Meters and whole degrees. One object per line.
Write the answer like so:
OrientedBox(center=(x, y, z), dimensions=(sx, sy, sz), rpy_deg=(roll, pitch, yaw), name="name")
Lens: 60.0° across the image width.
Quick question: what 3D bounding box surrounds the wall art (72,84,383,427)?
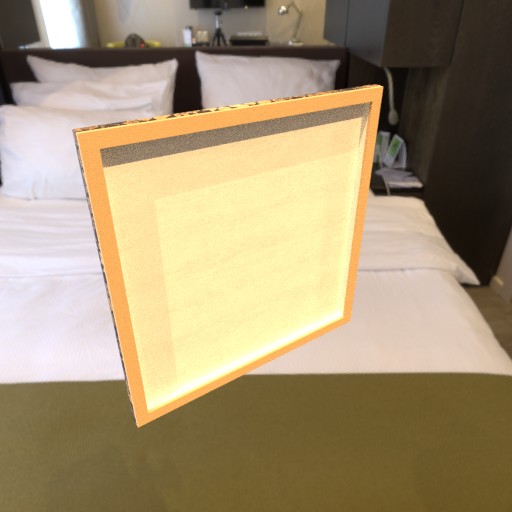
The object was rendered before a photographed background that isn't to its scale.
OrientedBox(center=(0.000, 0.000, 1.373), dimensions=(0.914, 0.914, 0.038), rpy_deg=(-19, 36, -29), name="wall art")
